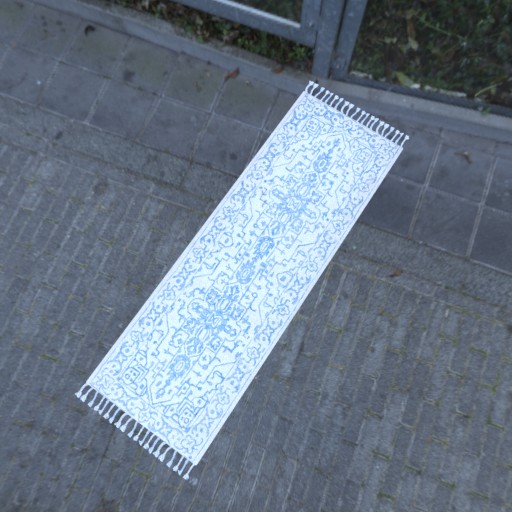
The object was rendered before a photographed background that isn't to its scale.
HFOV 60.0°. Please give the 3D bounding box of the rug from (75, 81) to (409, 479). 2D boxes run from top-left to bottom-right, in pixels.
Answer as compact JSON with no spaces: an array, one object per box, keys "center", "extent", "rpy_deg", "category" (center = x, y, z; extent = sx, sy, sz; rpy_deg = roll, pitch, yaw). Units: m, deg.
[{"center":[0.000,0.000,2.661],"extent":[0.774,0.011,2.449],"rpy_deg":[33,77,9],"category":"rug"}]
